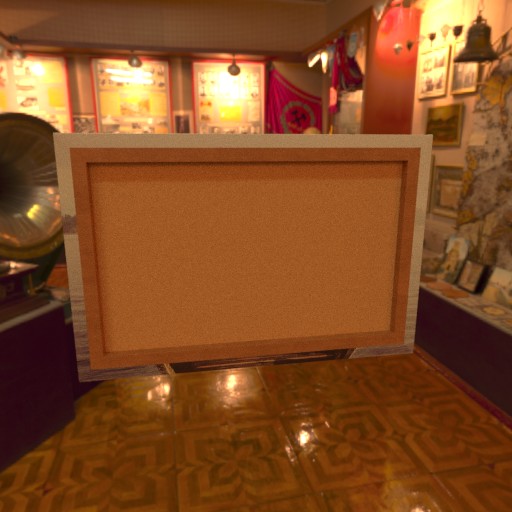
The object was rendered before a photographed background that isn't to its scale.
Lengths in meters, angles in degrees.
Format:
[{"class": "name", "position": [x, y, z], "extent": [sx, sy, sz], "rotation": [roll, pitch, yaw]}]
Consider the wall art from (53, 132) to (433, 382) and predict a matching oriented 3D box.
[{"class": "wall art", "position": [0.000, 0.000, 1.145], "extent": [0.916, 0.609, 0.037], "rotation": [-2, 14, -10]}]
